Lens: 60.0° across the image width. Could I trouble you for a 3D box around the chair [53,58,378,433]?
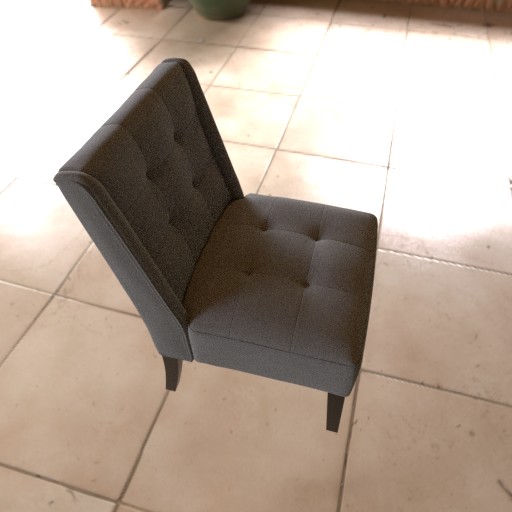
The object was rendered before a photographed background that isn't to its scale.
[{"bbox_3d":[0.000,0.000,1.268,0.676,0.853,0.569,11,48,10],"label":"chair"}]
